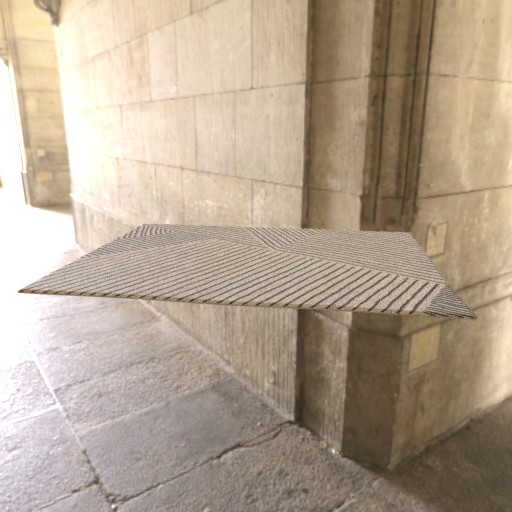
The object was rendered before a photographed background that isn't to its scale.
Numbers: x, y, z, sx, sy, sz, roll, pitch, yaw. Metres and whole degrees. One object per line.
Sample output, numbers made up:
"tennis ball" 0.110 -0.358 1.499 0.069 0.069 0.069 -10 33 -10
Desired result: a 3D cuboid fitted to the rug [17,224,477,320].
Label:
"rug" 0.000 0.000 3.176 2.449 0.028 1.829 2 16 8
